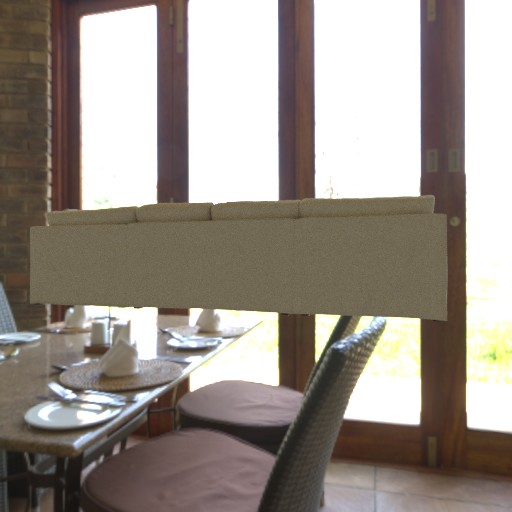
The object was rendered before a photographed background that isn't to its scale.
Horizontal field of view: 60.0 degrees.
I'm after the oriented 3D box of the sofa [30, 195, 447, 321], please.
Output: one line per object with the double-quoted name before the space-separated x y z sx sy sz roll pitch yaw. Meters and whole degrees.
"sofa" 0.000 0.000 4.532 3.464 0.882 2.448 0 0 18
